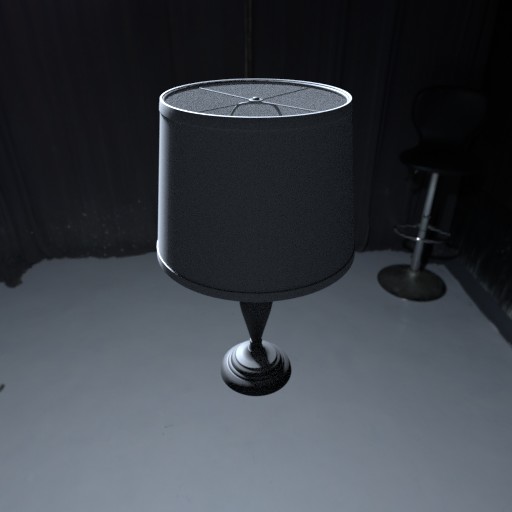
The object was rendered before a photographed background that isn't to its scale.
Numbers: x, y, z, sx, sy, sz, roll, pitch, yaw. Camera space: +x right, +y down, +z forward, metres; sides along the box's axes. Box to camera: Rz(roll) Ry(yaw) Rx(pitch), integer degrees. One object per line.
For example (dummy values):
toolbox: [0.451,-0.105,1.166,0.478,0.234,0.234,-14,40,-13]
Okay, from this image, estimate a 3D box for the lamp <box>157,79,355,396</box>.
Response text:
lamp: [0.000,0.000,0.719,0.310,0.501,0.310,0,31,0]
